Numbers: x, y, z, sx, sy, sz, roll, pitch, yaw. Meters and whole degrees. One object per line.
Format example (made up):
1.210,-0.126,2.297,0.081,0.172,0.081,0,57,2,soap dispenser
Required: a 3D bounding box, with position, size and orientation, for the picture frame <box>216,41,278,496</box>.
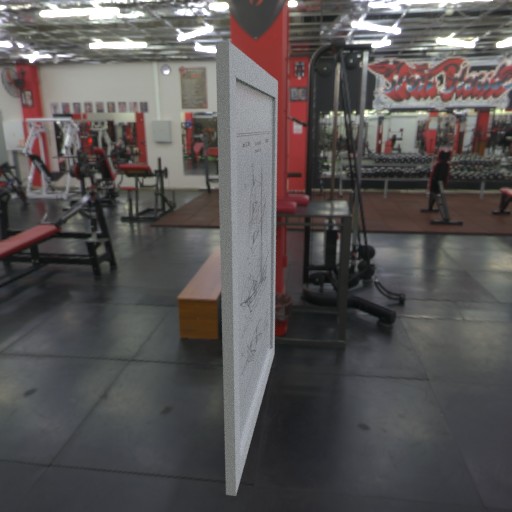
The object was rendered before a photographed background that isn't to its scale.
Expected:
0.000,0.000,0.581,0.011,0.459,0.326,3,16,9,picture frame
